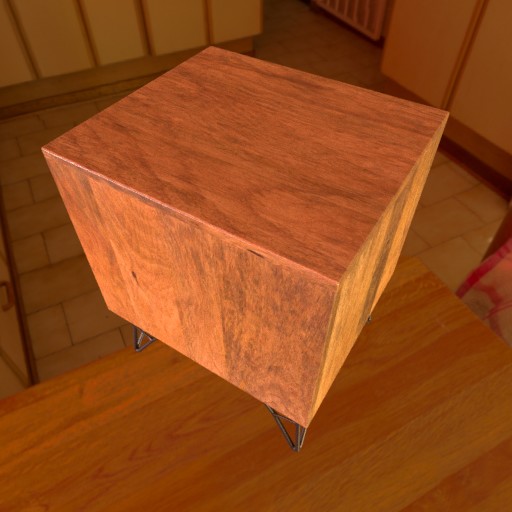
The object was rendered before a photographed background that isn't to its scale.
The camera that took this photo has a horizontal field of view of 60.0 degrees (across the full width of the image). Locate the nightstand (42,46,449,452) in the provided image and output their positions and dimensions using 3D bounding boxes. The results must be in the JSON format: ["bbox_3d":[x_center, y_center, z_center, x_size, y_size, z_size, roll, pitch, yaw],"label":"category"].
[{"bbox_3d":[0.000,0.000,0.859,0.457,0.559,0.406,25,52,21],"label":"nightstand"}]
